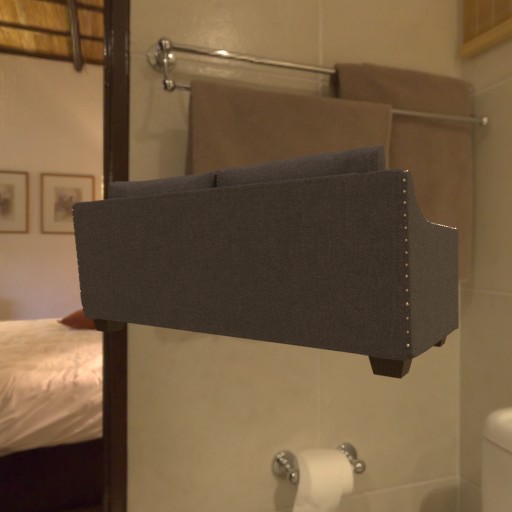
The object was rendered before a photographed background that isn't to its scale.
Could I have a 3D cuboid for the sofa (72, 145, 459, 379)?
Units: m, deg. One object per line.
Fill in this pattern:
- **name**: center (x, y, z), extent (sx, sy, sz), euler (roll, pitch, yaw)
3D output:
- **sofa**: center (0.000, 0.000, 3.261), extent (2.550, 1.196, 1.336), euler (0, 1, 34)
